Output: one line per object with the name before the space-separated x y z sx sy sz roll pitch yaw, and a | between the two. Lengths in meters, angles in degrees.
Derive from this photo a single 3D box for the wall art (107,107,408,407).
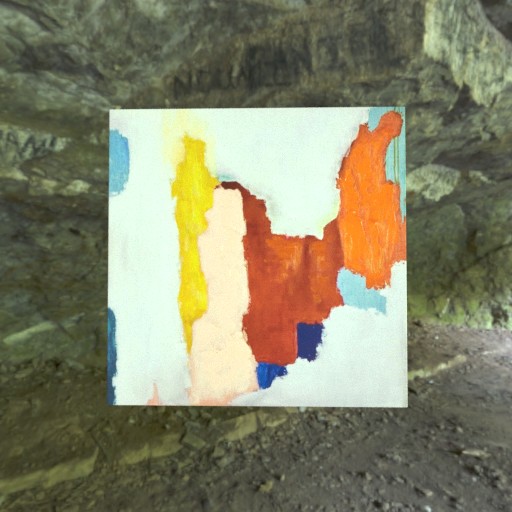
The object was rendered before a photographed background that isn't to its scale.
wall art | 0.000 0.000 1.530 1.017 1.017 0.044 0 -1 2
